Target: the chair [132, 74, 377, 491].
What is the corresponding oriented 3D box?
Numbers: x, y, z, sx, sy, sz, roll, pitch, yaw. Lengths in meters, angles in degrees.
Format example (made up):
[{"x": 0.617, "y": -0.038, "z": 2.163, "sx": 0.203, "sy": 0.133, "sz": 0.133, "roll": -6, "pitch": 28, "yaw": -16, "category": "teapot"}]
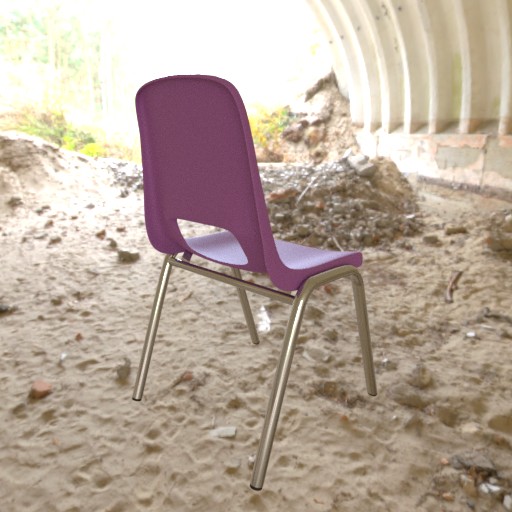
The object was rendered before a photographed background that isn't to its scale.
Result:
[{"x": 0.000, "y": 0.000, "z": 0.680, "sx": 0.291, "sy": 0.493, "sz": 0.301, "roll": 14, "pitch": 21, "yaw": 42, "category": "chair"}]
